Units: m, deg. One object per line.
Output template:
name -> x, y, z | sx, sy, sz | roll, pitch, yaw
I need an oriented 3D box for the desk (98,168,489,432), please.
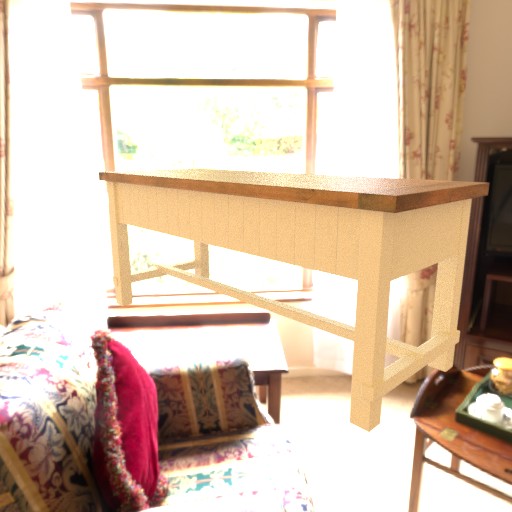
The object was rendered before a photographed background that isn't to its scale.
desk -> 0.000, 0.000, 2.147 | 0.688, 0.762, 1.803 | -13, 19, -42
